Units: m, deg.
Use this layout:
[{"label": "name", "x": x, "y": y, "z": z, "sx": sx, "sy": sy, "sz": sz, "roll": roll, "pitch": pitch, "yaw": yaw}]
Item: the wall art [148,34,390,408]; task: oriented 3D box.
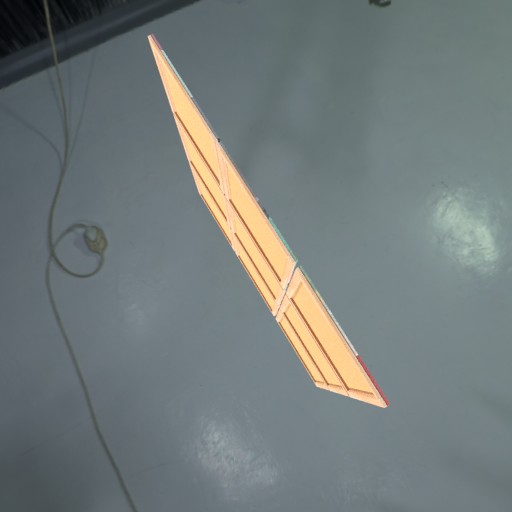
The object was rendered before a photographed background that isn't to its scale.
[{"label": "wall art", "x": 0.000, "y": 0.000, "z": 1.327, "sx": 0.012, "sy": 0.910, "sz": 0.911, "roll": -30, "pitch": 78, "yaw": -7}]
